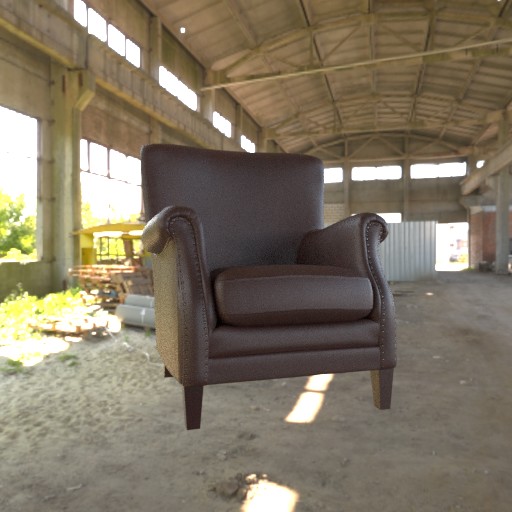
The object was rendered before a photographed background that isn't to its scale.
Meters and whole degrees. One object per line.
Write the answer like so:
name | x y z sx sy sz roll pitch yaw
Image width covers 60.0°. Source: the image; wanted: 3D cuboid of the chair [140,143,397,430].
chair | 0.000 0.000 1.391 0.700 0.800 0.746 0 0 -18
